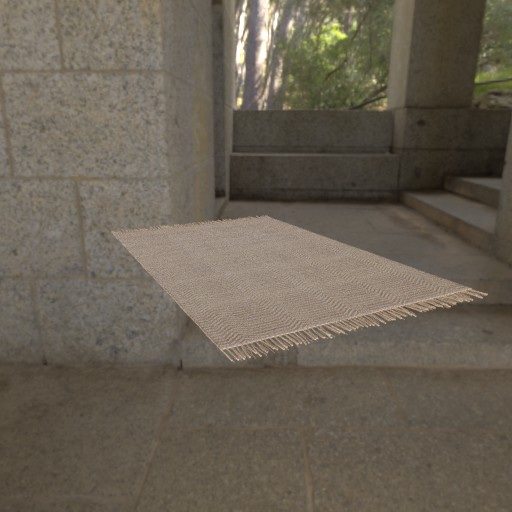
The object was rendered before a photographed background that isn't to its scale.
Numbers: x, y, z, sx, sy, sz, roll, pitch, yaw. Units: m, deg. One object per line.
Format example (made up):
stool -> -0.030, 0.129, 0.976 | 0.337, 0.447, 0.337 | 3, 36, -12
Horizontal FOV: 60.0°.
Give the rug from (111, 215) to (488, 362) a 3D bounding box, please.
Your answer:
rug -> 0.000, 0.000, 3.111 | 1.528, 0.034, 2.523 | -8, 18, -26
